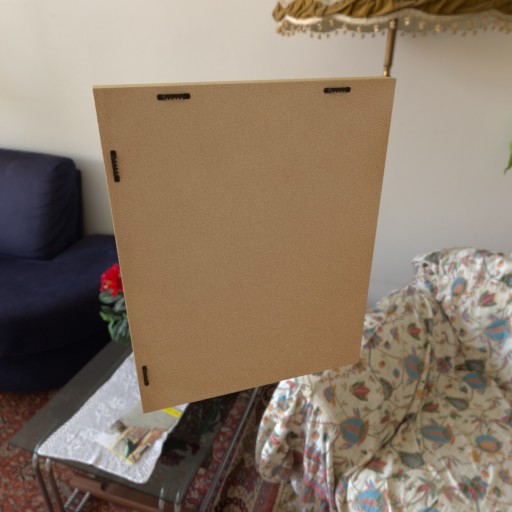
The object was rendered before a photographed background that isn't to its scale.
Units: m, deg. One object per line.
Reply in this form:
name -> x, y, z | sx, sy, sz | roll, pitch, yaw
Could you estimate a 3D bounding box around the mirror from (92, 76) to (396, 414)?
mirror -> 0.000, 0.000, 0.691 | 0.405, 0.508, 0.041 | -9, 28, -16
